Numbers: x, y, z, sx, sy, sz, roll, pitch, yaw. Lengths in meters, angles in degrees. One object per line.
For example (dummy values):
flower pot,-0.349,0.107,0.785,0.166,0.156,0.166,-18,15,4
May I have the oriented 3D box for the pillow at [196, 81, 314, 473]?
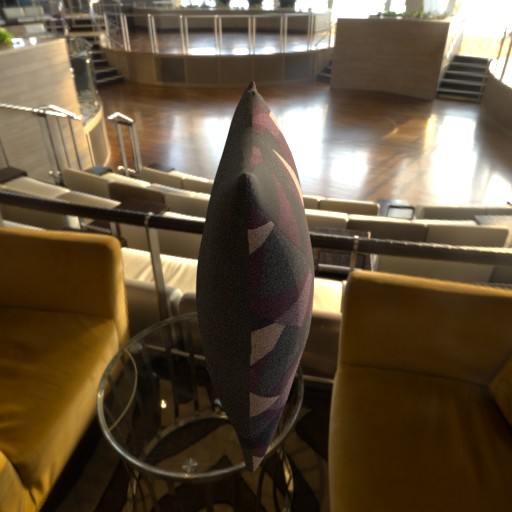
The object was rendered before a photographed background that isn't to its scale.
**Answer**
pillow,0.000,0.000,0.774,0.208,0.496,0.503,0,33,0
